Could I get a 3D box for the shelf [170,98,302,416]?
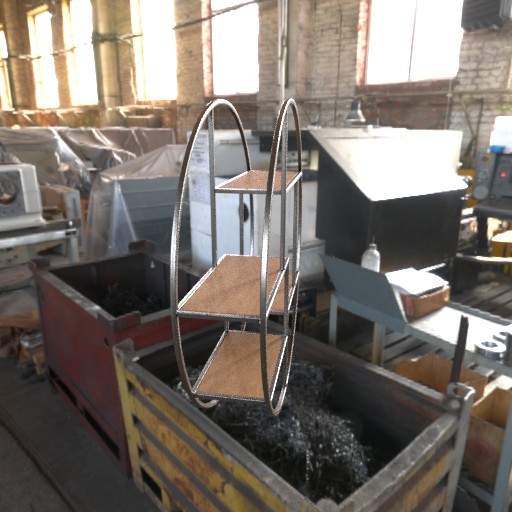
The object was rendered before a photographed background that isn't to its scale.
[{"bbox_3d":[0.000,0.000,1.329,0.202,0.888,0.888,3,16,10],"label":"shelf"}]
